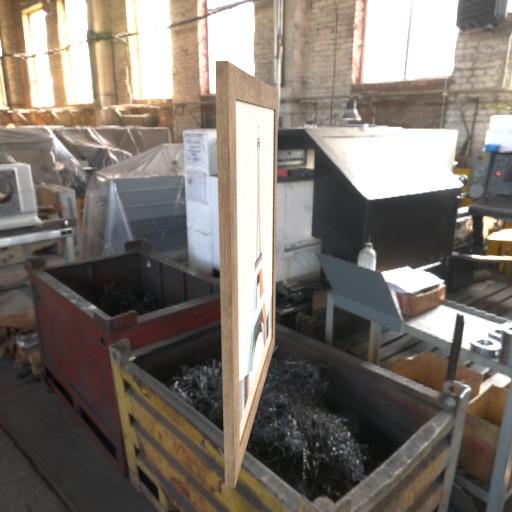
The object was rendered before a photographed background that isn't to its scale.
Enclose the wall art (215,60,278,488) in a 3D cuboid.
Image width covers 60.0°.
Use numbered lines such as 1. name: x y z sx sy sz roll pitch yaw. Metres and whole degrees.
1. wall art: 0.000 0.000 0.927 0.018 0.686 0.534 3 17 9
